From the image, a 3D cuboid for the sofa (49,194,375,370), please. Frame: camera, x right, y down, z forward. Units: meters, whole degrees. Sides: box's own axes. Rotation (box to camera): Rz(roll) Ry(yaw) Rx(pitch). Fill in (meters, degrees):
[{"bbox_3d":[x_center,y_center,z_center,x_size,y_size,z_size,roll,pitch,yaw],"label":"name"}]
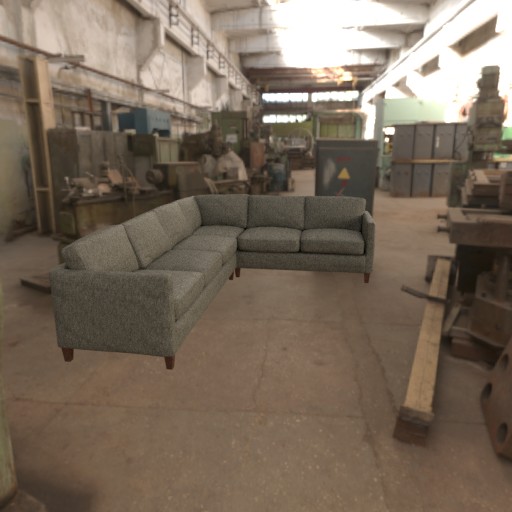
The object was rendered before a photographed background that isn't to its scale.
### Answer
[{"bbox_3d":[0.000,0.000,4.589,2.593,0.947,3.302,2,14,8],"label":"sofa"}]
